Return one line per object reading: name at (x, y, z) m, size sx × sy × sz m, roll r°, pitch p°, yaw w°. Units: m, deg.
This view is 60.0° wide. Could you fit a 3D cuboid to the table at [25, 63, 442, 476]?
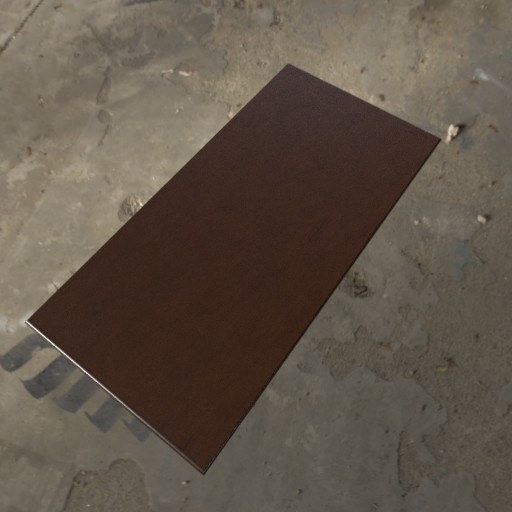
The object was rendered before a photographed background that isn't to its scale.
table at (0.000, 0.000, 1.475) m, size 0.594 × 0.459 × 1.197 m, roll 33°, pitch 68°, yaw 16°
